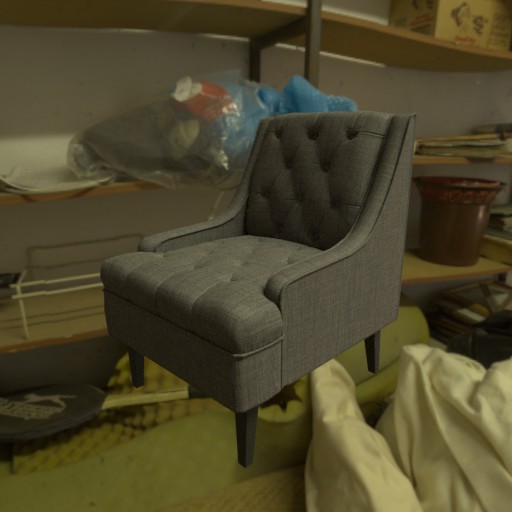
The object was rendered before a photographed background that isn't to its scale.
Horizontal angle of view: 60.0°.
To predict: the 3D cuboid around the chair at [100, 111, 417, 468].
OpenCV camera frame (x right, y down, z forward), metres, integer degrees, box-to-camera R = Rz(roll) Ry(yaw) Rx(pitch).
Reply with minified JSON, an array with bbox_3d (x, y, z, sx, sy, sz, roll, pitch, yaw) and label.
[{"bbox_3d":[0.000,0.000,1.409,0.655,0.891,0.771,15,22,42],"label":"chair"}]
